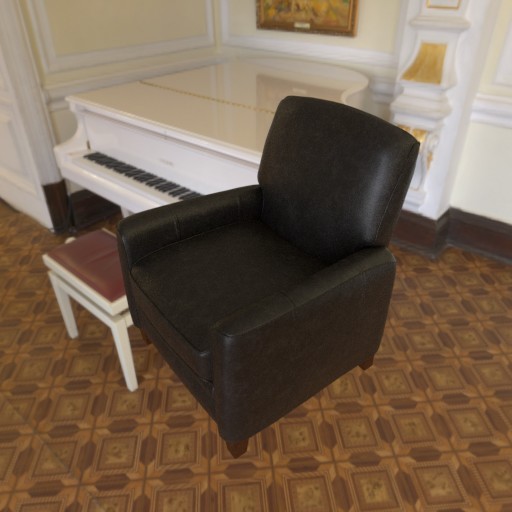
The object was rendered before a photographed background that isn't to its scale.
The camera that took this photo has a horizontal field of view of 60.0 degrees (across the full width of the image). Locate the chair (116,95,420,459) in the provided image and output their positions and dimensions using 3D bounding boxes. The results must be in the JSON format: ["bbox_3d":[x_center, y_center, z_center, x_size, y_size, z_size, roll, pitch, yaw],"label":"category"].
[{"bbox_3d":[0.000,0.000,1.699,0.864,1.014,0.848,-23,40,-30],"label":"chair"}]
